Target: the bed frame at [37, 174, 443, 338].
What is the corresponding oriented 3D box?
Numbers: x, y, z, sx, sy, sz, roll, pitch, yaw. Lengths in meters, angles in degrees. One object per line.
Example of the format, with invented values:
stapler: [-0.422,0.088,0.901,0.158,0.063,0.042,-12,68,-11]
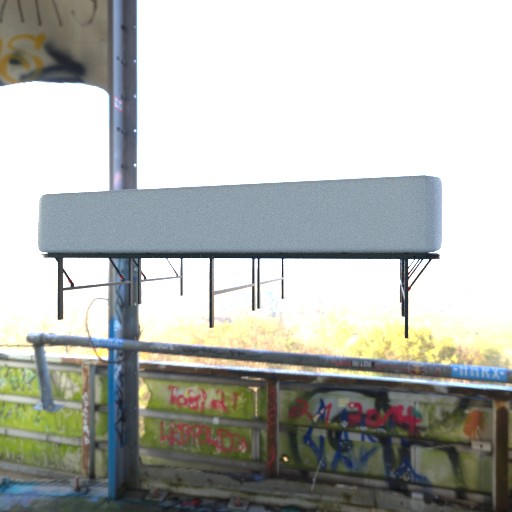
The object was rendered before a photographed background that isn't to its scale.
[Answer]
bed frame: [0.000,0.000,2.792,2.037,0.677,1.528,0,0,17]
